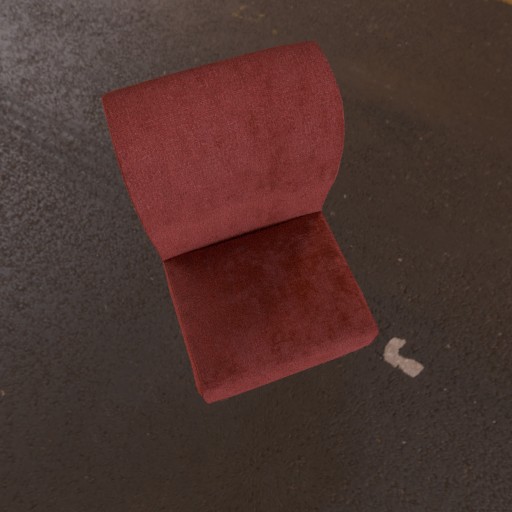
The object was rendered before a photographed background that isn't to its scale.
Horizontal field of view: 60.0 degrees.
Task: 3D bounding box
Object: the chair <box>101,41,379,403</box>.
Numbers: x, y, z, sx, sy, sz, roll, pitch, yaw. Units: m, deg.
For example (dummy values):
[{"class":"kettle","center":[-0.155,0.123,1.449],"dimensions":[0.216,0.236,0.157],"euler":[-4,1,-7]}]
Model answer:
[{"class":"chair","center":[0.000,0.000,1.266],"dimensions":[0.538,0.846,0.640],"euler":[-18,66,-8]}]
